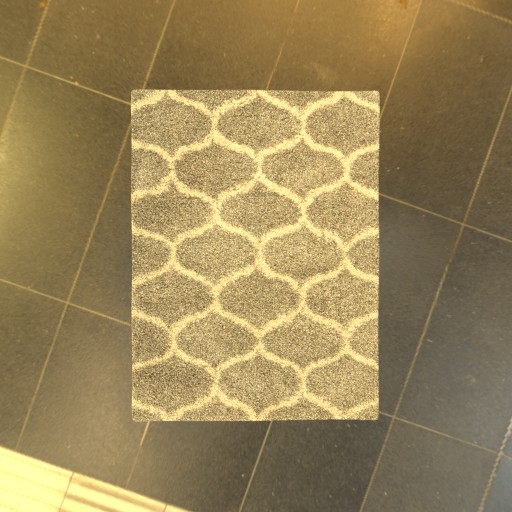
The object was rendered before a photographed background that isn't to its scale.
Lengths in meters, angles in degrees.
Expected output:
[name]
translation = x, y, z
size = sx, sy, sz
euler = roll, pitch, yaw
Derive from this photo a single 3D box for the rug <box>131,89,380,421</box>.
[rug]
translation = 0.000, 0.000, 2.149
size = 1.200, 0.025, 1.600
euler = 0, 91, -1
